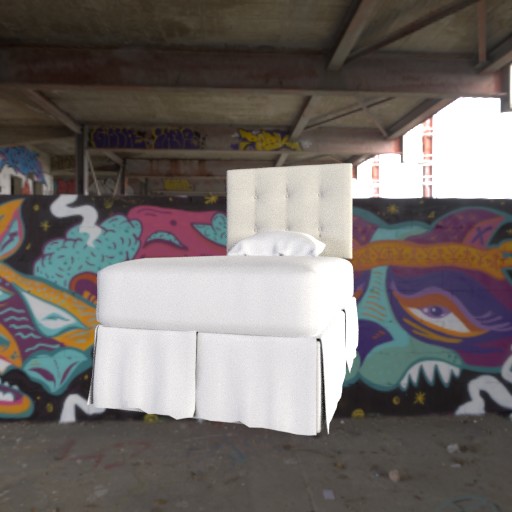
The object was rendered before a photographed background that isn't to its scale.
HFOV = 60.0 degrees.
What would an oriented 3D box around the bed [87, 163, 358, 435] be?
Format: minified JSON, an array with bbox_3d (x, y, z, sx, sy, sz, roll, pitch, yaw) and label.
[{"bbox_3d":[0.000,0.000,3.038,1.261,1.571,1.997,0,0,17],"label":"bed"}]
